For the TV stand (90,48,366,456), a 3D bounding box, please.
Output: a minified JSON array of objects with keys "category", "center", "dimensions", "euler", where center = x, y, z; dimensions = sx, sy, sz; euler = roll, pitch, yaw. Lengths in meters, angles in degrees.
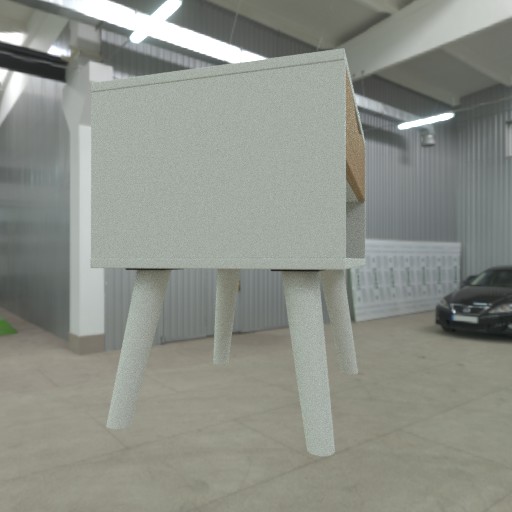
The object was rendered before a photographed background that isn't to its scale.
[{"category":"TV stand","center":[0.000,0.000,0.900],"dimensions":[0.405,0.559,0.508],"euler":[0,0,17]}]
